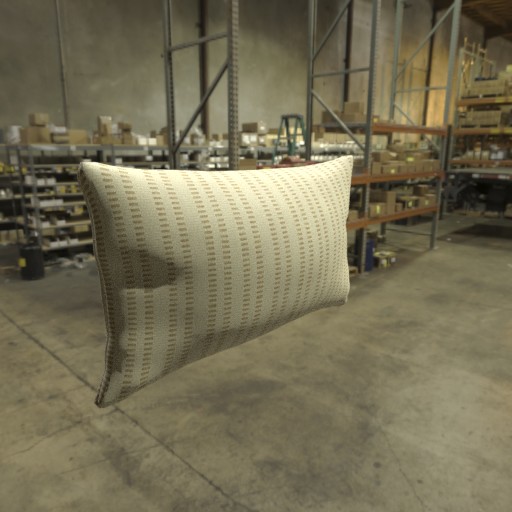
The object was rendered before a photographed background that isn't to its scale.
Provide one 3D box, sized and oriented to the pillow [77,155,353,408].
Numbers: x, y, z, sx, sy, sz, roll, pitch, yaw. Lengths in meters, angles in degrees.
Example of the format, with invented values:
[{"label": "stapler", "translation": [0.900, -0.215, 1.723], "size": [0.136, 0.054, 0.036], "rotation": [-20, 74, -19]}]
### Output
[{"label": "pillow", "translation": [0.000, 0.000, 0.815], "size": [0.210, 0.353, 0.640], "rotation": [13, 19, 43]}]
